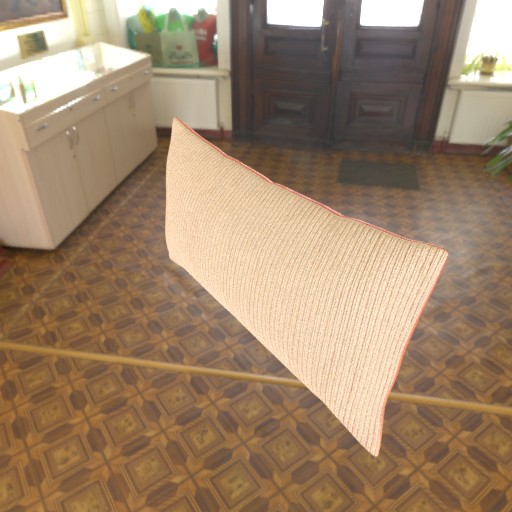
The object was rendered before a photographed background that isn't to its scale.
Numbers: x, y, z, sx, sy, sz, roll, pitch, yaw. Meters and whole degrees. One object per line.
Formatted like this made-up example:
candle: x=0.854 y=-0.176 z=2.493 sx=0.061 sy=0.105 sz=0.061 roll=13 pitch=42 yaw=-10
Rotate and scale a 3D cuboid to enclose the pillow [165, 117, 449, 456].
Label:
pillow: x=0.000 y=0.000 z=0.726 sx=0.155 sy=0.307 sz=0.608 roll=-22 pitch=39 yaw=-30
